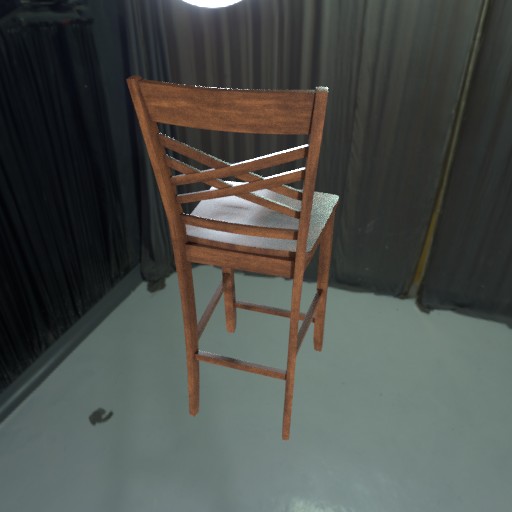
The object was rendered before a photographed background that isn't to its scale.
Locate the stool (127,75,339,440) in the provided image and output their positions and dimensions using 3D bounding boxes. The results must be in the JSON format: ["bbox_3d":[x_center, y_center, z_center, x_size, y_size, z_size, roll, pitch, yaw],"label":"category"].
[{"bbox_3d":[0.000,0.000,1.363,0.426,1.098,0.504,9,33,14],"label":"stool"}]
